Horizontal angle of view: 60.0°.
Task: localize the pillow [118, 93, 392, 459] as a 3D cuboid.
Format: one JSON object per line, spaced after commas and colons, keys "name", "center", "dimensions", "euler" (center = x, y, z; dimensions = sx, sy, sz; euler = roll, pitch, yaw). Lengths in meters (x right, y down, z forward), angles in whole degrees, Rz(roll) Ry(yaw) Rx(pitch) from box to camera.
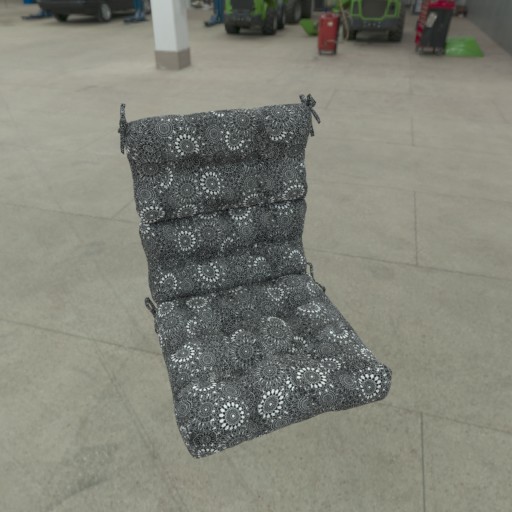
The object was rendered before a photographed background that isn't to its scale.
{"name": "pillow", "center": [0.000, 0.000, 1.027], "dimensions": [0.519, 0.605, 0.571], "euler": [-11, 35, -16]}
